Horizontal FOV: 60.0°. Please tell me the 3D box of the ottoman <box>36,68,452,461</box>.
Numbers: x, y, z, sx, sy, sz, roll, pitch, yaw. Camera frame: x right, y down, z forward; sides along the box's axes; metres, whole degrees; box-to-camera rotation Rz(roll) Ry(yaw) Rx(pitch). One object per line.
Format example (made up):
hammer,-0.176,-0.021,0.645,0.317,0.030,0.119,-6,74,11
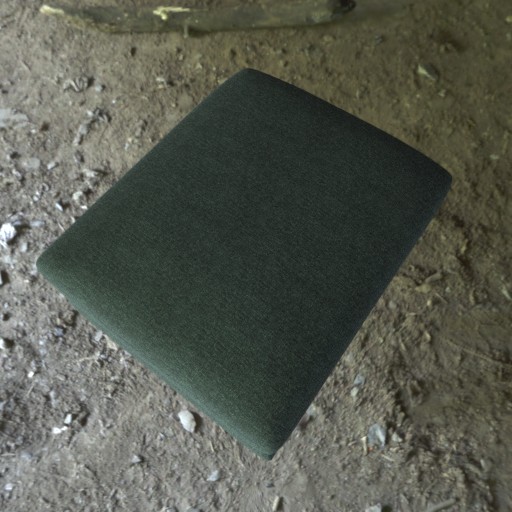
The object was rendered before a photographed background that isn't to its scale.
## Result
ottoman,0.000,0.000,1.260,0.695,0.533,0.831,33,68,15
